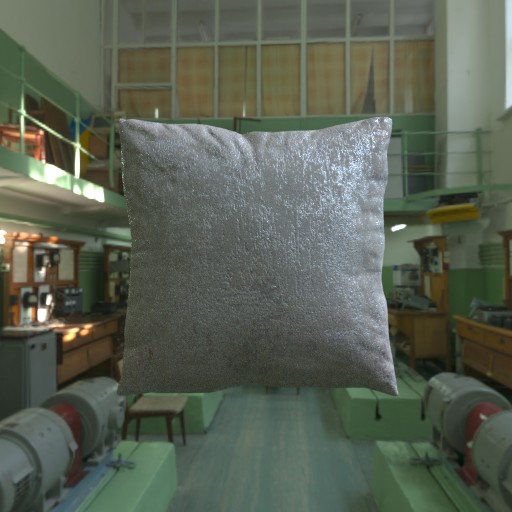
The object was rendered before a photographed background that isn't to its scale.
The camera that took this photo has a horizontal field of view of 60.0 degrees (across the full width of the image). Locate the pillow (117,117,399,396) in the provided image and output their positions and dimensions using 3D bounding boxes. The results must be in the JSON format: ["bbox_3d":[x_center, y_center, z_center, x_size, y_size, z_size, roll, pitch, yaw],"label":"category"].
[{"bbox_3d":[0.000,0.000,0.719,0.450,0.448,0.245,0,-1,2],"label":"pillow"}]
